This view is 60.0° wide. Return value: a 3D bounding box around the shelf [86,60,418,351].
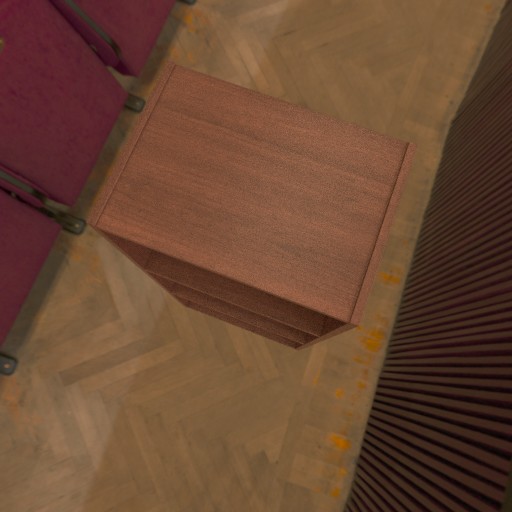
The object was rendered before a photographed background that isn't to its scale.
[{"bbox_3d":[0.000,0.000,1.076,0.414,0.879,0.290,20,77,5],"label":"shelf"}]
